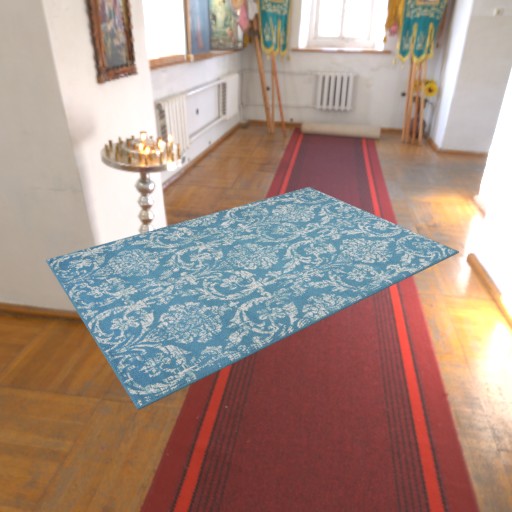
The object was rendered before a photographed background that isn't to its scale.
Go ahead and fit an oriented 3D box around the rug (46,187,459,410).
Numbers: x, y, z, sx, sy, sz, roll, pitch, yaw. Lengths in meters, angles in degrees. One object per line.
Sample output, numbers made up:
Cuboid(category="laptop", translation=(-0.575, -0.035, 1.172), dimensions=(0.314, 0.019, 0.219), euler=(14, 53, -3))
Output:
Cuboid(category="rug", translation=(0.000, 0.000, 3.523), dimensions=(2.746, 0.018, 1.816), euler=(-20, 35, -31))
